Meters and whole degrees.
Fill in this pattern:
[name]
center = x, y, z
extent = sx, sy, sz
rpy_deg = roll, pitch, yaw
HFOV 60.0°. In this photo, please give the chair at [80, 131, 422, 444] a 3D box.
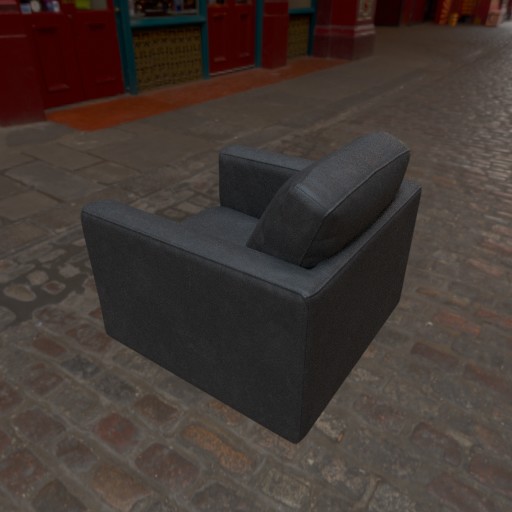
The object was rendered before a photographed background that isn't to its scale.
[chair]
center = 0.000, 0.000, 1.601
extent = 0.879, 0.898, 0.831
rpy_deg = 20, 37, 29
